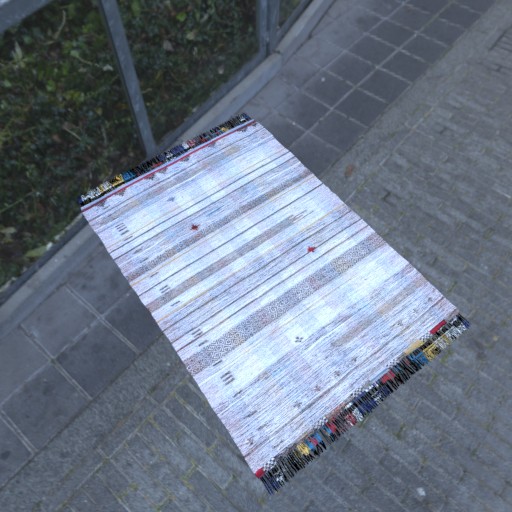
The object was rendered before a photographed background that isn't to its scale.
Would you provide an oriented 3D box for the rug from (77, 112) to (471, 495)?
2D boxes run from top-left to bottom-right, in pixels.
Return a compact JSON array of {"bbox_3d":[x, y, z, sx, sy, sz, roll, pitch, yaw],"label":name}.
[{"bbox_3d":[0.000,0.000,2.289,1.217,0.012,1.848,-32,64,-18],"label":"rug"}]
